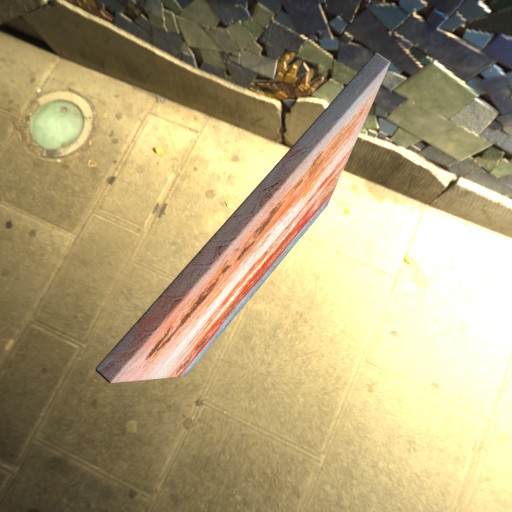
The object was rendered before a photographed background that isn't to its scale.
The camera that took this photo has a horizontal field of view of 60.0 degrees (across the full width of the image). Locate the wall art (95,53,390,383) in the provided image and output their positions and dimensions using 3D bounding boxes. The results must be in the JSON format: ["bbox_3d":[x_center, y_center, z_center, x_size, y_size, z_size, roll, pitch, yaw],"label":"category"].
[{"bbox_3d":[0.000,0.000,1.115,0.035,0.747,0.747,39,79,9],"label":"wall art"}]
